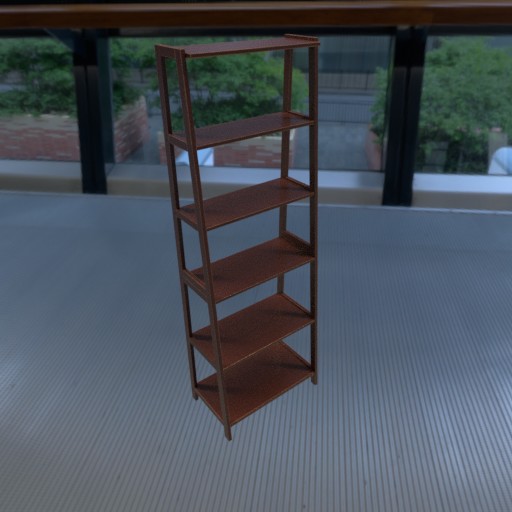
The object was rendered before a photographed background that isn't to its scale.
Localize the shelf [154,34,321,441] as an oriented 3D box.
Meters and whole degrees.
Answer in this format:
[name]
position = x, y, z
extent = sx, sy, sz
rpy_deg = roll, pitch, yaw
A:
[shelf]
position = 0.000, 0.000, 2.171
extent = 0.660, 1.892, 0.381
rpy_deg = -22, 38, -31
